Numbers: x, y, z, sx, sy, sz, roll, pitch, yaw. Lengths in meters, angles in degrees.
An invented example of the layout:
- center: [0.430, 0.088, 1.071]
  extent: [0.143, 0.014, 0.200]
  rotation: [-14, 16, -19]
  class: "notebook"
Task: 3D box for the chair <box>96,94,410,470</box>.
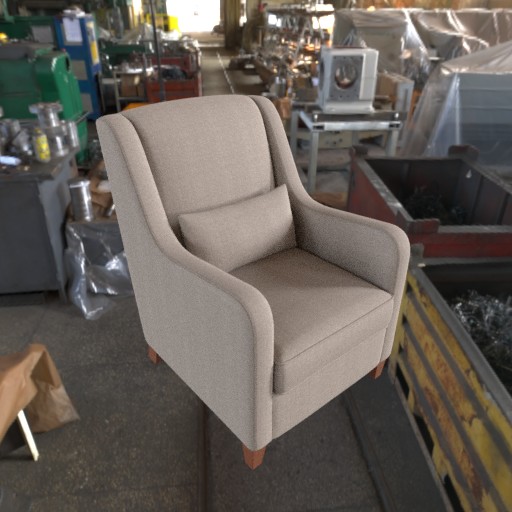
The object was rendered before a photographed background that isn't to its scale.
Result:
- center: [0.000, 0.000, 1.641]
  extent: [0.715, 1.017, 0.890]
  rotation: [-22, 36, -34]
  class: "chair"
